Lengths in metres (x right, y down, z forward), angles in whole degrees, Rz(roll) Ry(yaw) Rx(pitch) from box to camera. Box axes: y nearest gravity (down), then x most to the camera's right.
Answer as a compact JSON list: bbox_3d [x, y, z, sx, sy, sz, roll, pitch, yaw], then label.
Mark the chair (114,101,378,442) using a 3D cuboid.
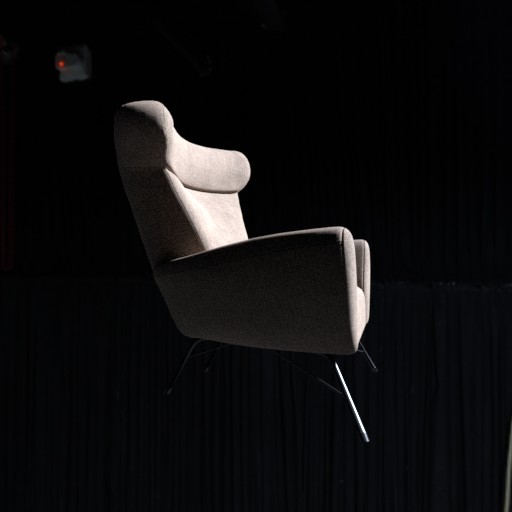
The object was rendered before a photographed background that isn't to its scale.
[{"bbox_3d":[0.000,0.000,1.742,0.900,1.040,0.980,0,0,17],"label":"chair"}]
